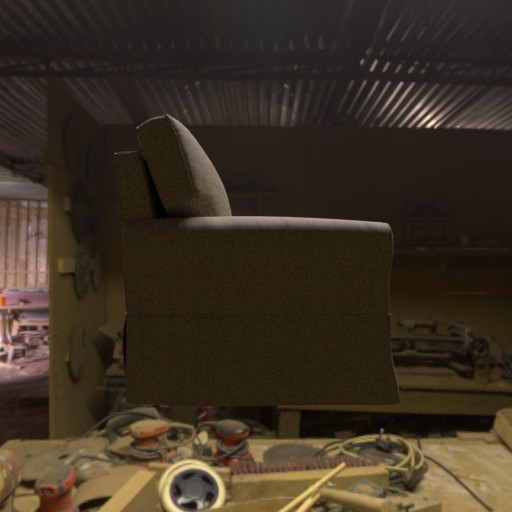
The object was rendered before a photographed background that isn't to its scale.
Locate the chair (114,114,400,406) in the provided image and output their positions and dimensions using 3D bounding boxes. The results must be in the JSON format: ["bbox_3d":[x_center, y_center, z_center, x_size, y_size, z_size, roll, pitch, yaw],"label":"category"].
[{"bbox_3d":[0.000,0.000,1.982,0.988,1.017,1.135,0,0,-1],"label":"chair"}]
